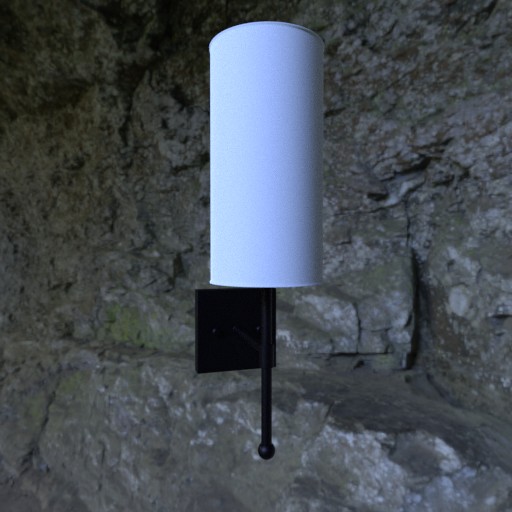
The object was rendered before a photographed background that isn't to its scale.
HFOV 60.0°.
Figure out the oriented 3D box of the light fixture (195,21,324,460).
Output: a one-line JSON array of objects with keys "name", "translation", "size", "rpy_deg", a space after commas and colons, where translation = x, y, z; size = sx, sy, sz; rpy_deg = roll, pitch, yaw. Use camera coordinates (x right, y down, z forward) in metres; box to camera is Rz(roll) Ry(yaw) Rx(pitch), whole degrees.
[{"name": "light fixture", "translation": [0.000, 0.000, 0.539], "size": [0.128, 0.462, 0.208], "rpy_deg": [0, 1, -17]}]
